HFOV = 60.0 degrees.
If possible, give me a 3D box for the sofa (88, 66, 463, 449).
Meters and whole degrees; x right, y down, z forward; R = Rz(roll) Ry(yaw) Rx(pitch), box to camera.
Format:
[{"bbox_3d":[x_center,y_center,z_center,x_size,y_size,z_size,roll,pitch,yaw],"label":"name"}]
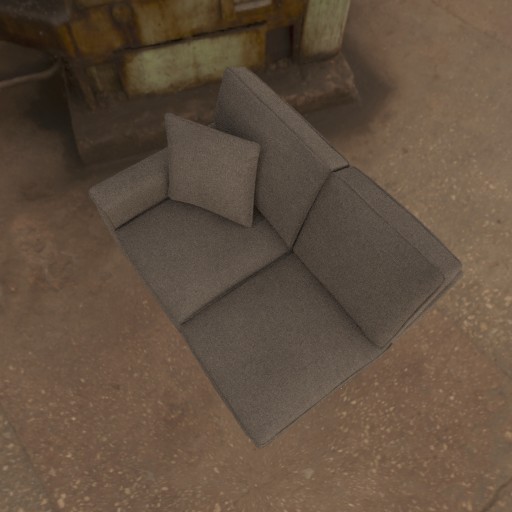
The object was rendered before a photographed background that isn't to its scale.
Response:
[{"bbox_3d":[0.000,0.000,2.084,0.991,0.989,1.388,-33,67,-16],"label":"sofa"}]
